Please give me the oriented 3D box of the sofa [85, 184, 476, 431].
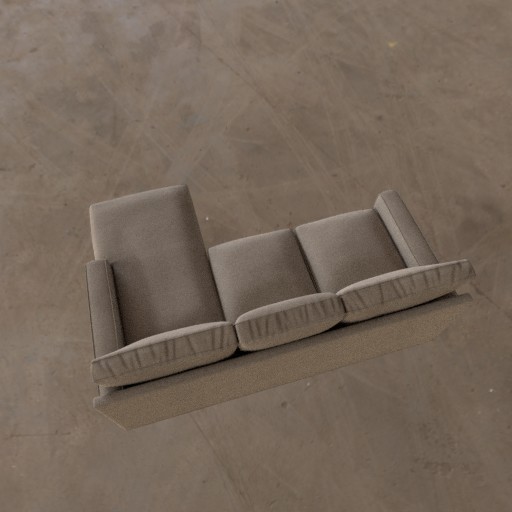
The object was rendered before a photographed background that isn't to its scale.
[{"bbox_3d":[0.000,0.000,2.866,2.087,0.861,1.496,-14,60,-8],"label":"sofa"}]
